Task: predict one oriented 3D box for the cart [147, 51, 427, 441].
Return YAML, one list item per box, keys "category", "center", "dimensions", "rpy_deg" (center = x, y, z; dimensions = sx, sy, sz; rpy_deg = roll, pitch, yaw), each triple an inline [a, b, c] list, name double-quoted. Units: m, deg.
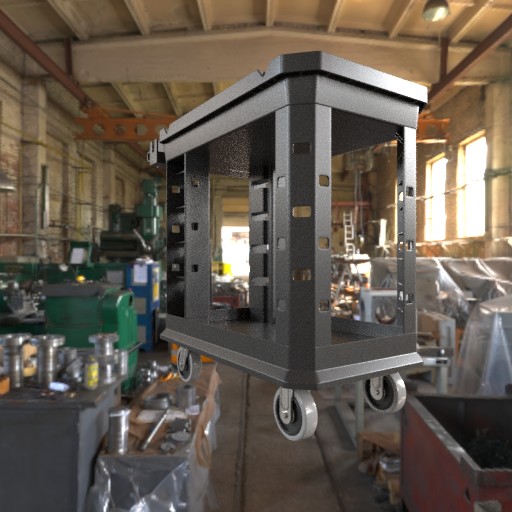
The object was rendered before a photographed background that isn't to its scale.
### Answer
- category: "cart"
  center: [0.000, 0.000, 1.500]
  dimensions: [0.497, 0.884, 1.061]
  rpy_deg: [0, 0, -34]
